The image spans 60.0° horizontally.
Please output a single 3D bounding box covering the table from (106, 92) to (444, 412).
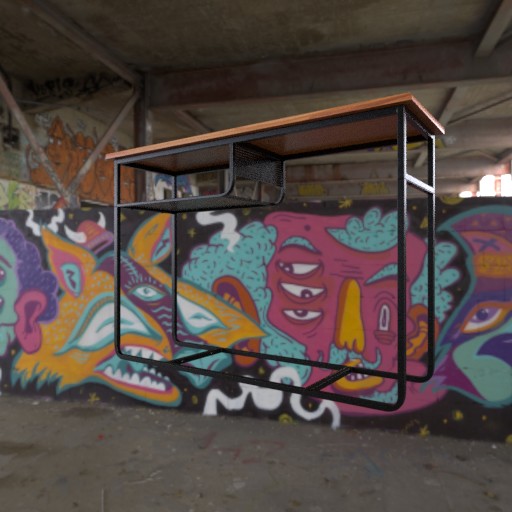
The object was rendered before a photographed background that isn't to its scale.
[{"bbox_3d":[0.000,0.000,1.466,1.100,0.750,0.350,0,0,34],"label":"table"}]
